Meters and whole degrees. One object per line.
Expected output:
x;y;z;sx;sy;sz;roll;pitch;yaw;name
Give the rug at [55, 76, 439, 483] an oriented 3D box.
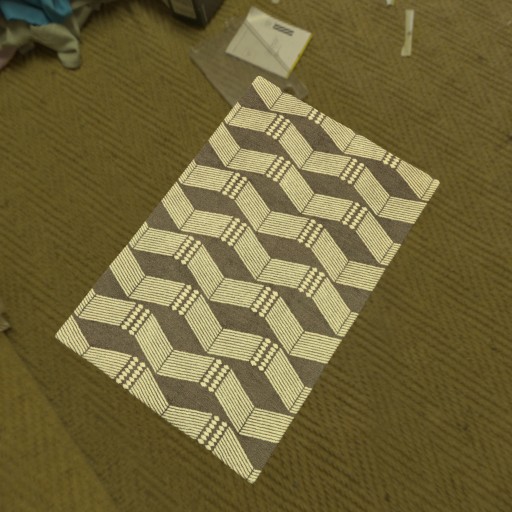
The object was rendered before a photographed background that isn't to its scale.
0.000;0.000;2.332;1.210;0.016;1.833;33;78;8;rug
